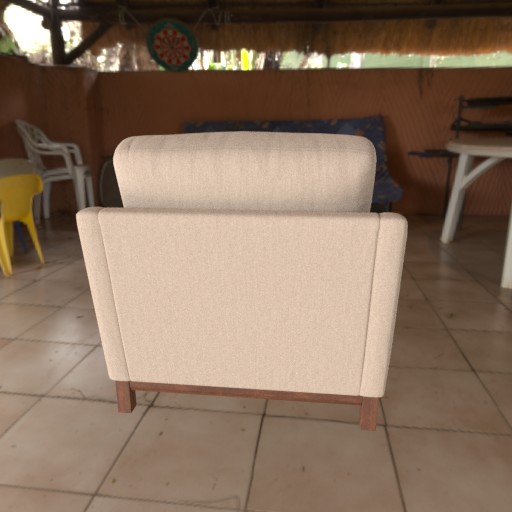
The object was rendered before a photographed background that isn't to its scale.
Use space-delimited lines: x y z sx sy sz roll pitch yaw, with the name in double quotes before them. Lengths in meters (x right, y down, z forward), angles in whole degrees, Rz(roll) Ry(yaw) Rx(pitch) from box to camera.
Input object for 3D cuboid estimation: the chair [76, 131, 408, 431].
"chair" 0.000 0.000 1.695 0.912 0.916 1.001 2 16 6
